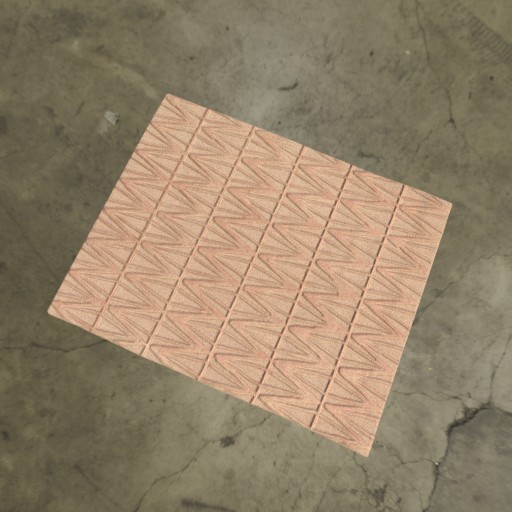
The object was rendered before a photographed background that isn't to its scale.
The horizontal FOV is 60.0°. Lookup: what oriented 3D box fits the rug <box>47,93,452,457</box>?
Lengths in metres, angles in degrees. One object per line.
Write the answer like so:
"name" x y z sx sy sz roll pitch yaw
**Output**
"rug" 0.000 0.000 4.096 3.052 0.043 2.453 23 77 6
